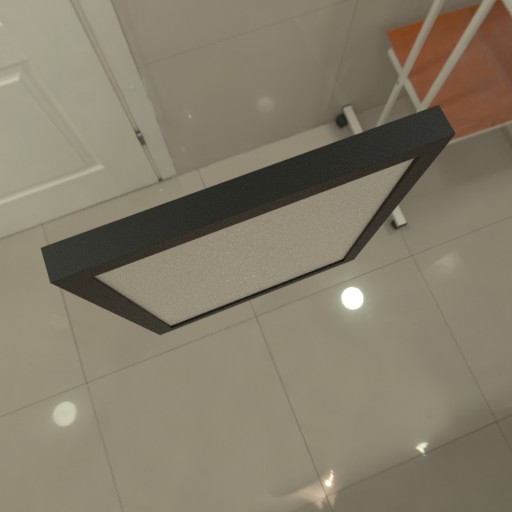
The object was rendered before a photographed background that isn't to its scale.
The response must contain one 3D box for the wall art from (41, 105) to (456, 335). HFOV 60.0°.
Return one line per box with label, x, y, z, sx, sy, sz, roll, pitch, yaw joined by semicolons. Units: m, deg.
wall art;0.000;0.000;0.523;0.330;0.381;0.029;-21;75;-6
